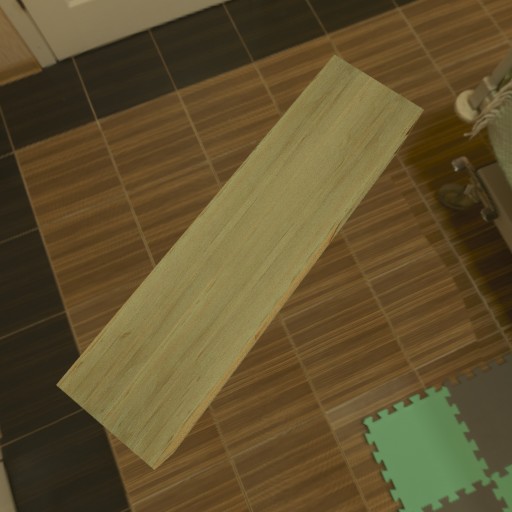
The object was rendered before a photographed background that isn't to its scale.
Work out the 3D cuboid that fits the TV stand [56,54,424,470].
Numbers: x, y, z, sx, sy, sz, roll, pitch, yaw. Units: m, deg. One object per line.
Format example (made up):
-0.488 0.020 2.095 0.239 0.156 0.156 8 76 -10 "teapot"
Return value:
0.000 0.000 1.844 0.420 0.550 1.600 36 78 9 "TV stand"
